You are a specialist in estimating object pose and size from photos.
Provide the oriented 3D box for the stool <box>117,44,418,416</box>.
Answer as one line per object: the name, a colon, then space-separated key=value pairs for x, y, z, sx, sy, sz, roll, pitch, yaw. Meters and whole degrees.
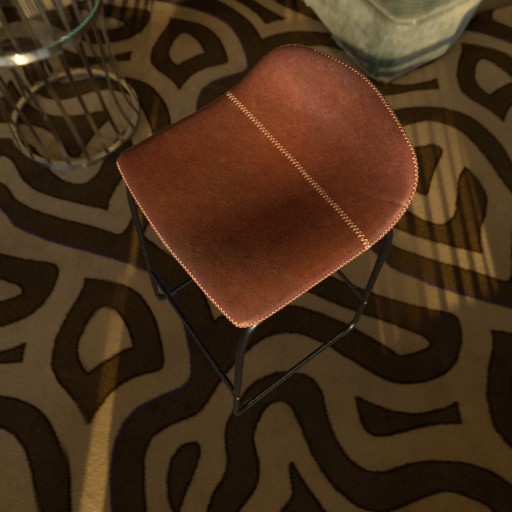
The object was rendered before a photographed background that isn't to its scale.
stool: x=0.000 y=0.000 z=1.061 sx=0.473 sy=0.830 sz=0.454 roll=-33 pitch=69 yaw=-15
